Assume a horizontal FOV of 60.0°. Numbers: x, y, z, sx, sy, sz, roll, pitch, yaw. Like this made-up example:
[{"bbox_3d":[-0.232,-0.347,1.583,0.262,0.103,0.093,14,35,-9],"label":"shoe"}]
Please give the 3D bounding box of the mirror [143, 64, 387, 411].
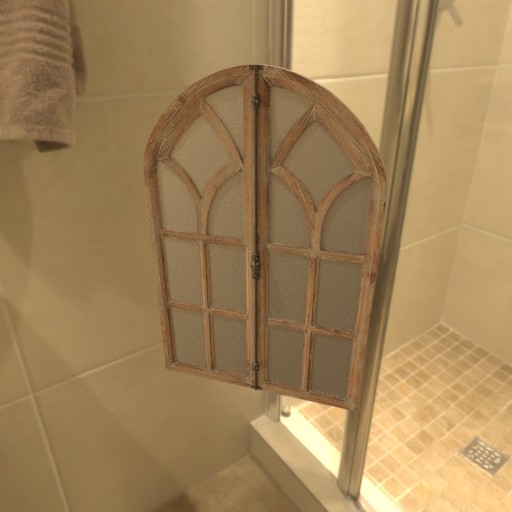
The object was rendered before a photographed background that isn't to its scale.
[{"bbox_3d":[0.000,0.000,1.152,0.609,0.915,0.032,8,28,15],"label":"mirror"}]
